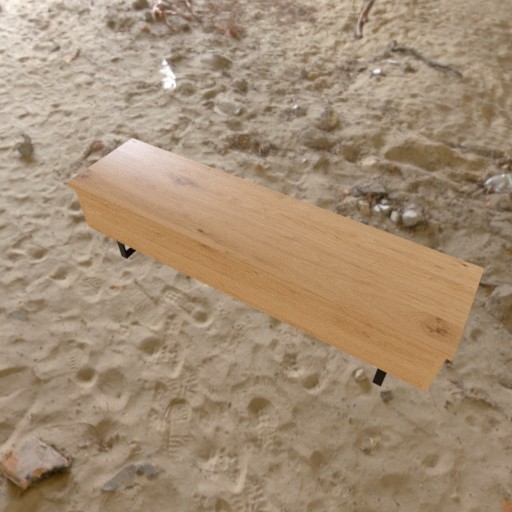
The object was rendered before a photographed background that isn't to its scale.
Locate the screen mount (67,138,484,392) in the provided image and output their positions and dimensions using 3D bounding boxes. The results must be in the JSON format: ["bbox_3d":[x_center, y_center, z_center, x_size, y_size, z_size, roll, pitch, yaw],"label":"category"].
[{"bbox_3d":[0.000,0.000,1.956,1.700,0.430,0.450,24,51,21],"label":"screen mount"}]
